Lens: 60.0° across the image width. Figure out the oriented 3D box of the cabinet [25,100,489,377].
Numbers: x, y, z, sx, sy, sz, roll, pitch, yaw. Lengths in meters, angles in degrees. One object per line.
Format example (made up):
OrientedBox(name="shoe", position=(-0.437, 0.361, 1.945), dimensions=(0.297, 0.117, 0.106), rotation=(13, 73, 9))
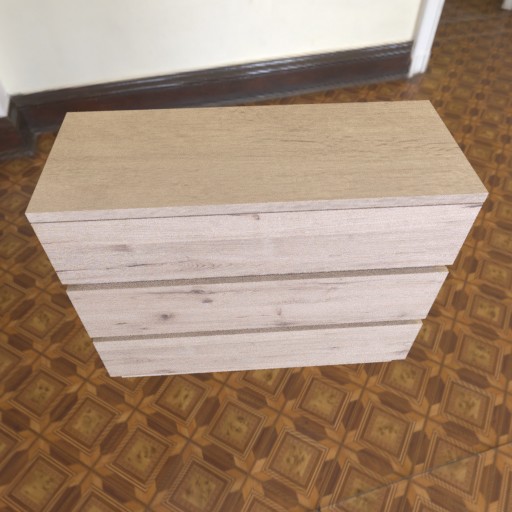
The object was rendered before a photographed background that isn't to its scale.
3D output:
OrientedBox(name="cabinet", position=(0.000, 0.000, 1.435), dimensions=(1.040, 0.820, 0.420), rotation=(-3, 48, -3))
